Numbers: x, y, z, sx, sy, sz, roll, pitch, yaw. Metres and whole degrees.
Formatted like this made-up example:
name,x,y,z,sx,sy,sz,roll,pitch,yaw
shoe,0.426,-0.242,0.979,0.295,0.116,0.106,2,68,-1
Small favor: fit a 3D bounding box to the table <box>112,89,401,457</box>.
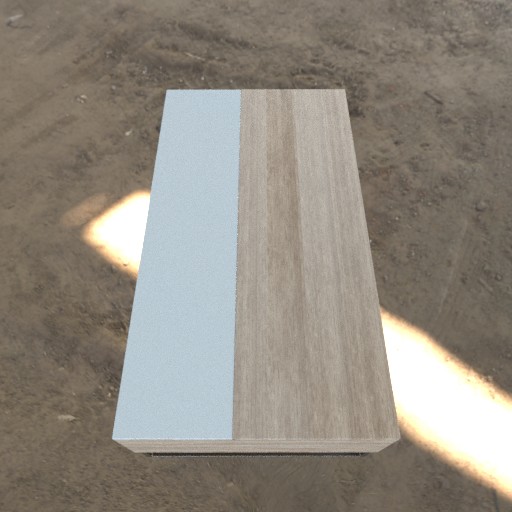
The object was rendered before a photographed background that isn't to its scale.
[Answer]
name,x,y,z,sx,sy,sz,roll,pitch,yaw
table,0.000,0.000,1.355,0.600,0.350,1.100,0,59,0
